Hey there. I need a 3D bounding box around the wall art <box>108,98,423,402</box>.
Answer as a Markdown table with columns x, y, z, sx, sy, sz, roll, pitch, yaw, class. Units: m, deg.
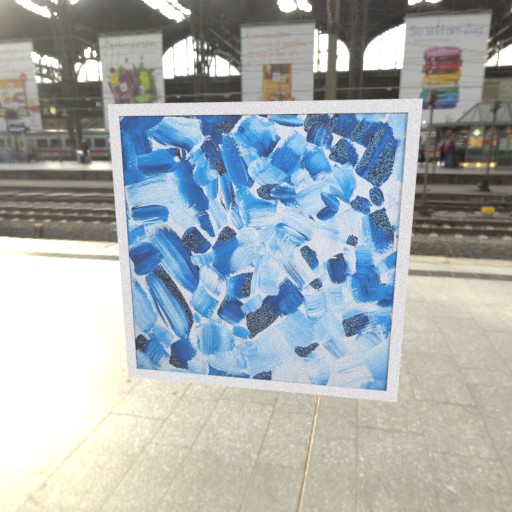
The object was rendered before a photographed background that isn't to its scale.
| x | y | z | sx | sy | sz | roll | pitch | yaw | class |
| --- | --- | --- | --- | --- | --- | --- | --- | --- | --- |
| 0.000 | 0.000 | 1.231 | 0.812 | 0.812 | 0.015 | 2 | 14 | 10 | wall art |
